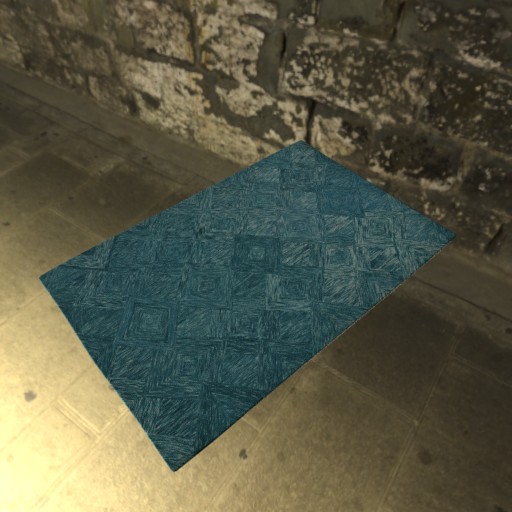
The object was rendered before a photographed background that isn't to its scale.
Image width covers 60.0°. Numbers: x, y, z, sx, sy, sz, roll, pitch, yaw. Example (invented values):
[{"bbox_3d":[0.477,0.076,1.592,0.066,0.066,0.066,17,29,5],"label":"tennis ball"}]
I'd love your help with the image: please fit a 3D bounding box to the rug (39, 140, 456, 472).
[{"bbox_3d":[0.000,0.000,2.155,1.728,0.017,1.136,-33,56,-26],"label":"rug"}]
